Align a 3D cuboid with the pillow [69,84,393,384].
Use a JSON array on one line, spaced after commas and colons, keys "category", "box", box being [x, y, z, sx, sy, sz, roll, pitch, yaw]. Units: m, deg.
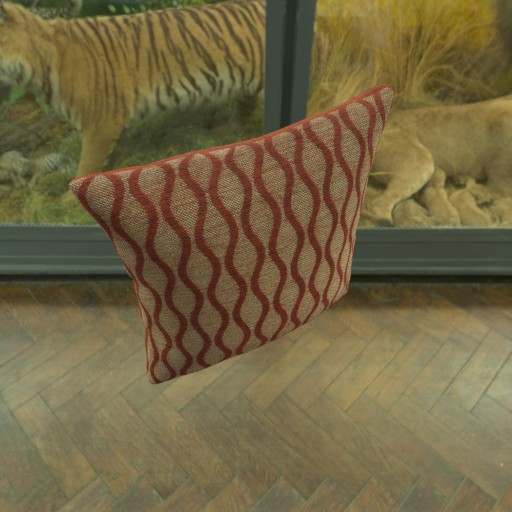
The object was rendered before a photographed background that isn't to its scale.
[{"category": "pillow", "box": [0.000, 0.000, 0.671, 0.429, 0.434, 0.159, -23, 51, -20]}]
